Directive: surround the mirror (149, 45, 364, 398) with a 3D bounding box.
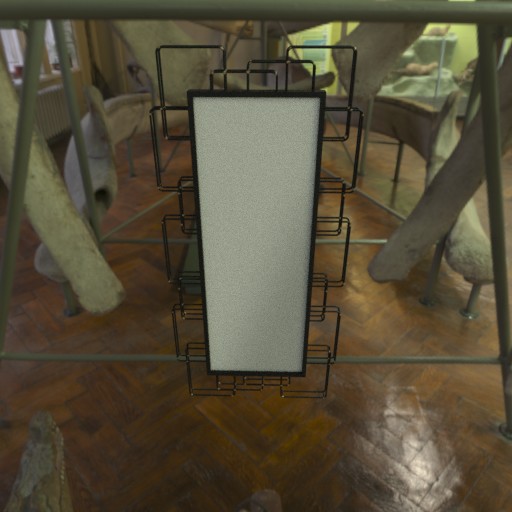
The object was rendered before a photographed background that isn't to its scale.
[{"bbox_3d":[0.000,0.000,1.388,0.565,1.192,0.037,1,29,1],"label":"mirror"}]
